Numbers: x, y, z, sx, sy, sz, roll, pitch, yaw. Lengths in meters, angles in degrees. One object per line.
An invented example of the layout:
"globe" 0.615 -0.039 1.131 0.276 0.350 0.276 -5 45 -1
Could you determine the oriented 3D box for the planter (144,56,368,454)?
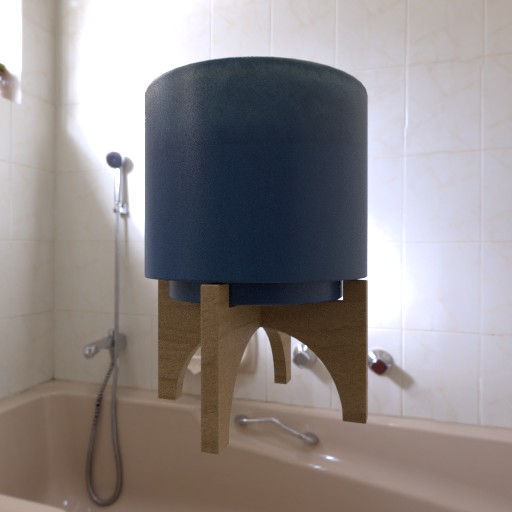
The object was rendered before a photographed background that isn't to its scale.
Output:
"planter" 0.000 0.000 0.535 0.261 0.367 0.261 0 0 0
